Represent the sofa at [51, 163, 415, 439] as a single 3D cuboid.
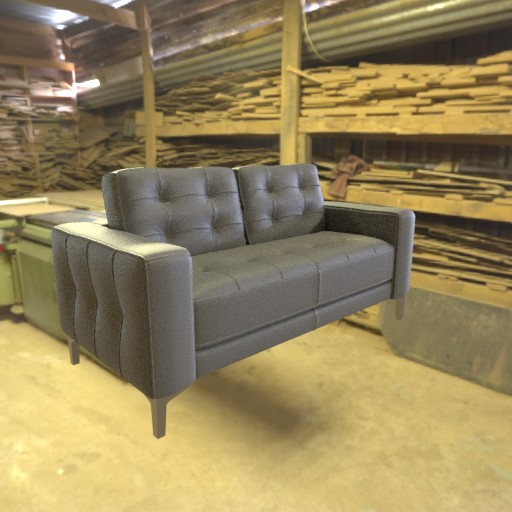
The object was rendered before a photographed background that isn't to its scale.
[{"bbox_3d":[0.000,0.000,2.234,1.726,0.893,0.833,-12,18,-42],"label":"sofa"}]
